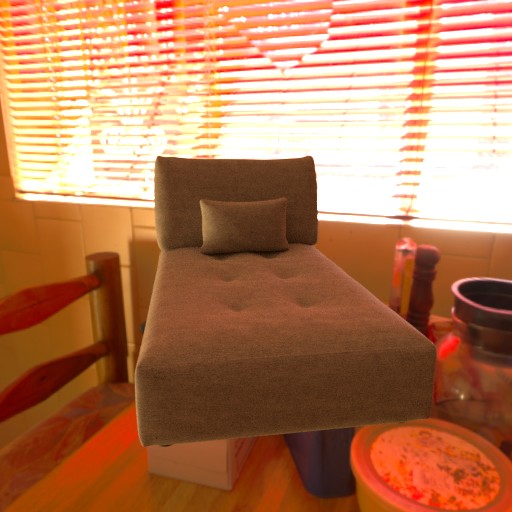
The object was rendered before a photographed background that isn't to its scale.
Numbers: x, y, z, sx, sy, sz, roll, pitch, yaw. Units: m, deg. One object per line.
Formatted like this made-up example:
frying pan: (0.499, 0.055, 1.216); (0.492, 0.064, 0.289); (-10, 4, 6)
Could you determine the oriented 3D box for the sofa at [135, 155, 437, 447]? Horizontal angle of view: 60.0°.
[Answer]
sofa: (0.000, 0.000, 1.927); (0.930, 0.820, 1.450); (-2, 14, -9)
